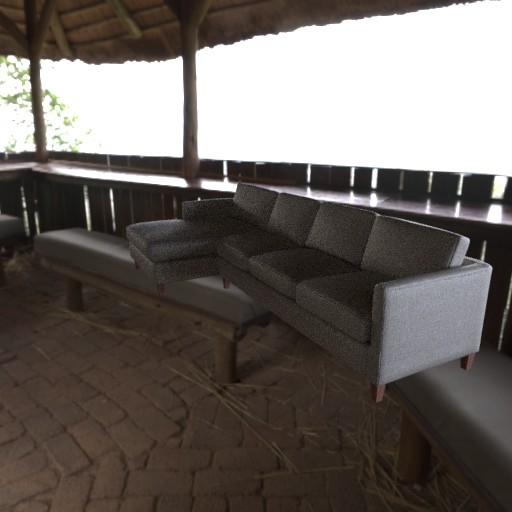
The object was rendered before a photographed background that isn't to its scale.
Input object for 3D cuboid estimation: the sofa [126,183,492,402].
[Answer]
[{"bbox_3d":[0.000,0.000,3.666,1.502,0.876,3.201,-8,17,-26],"label":"sofa"}]
